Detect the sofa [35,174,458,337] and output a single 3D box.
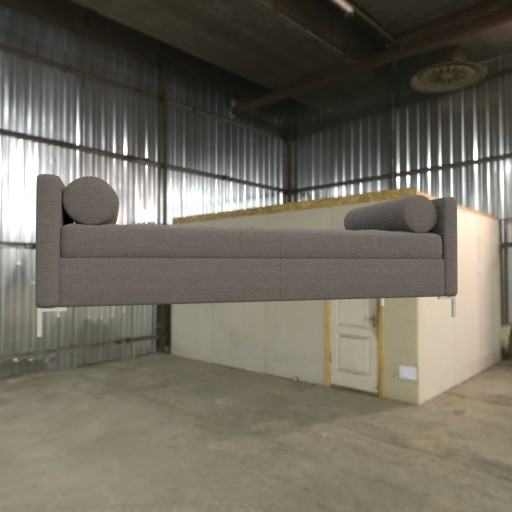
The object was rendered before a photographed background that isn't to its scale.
[{"bbox_3d":[0.000,0.000,2.305,1.981,0.635,0.686,0,-1,-18],"label":"sofa"}]
